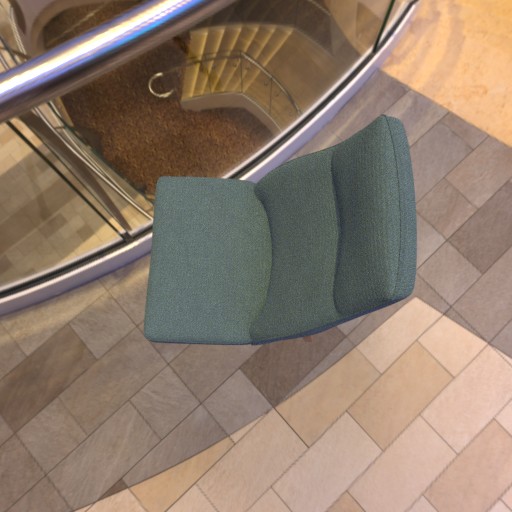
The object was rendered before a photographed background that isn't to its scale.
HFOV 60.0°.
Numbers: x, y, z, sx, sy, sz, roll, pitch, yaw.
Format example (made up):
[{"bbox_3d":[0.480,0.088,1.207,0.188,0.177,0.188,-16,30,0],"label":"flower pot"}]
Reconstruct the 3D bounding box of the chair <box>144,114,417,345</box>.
[{"bbox_3d":[0.000,0.000,1.276,0.620,0.930,0.500,2,76,0],"label":"chair"}]
